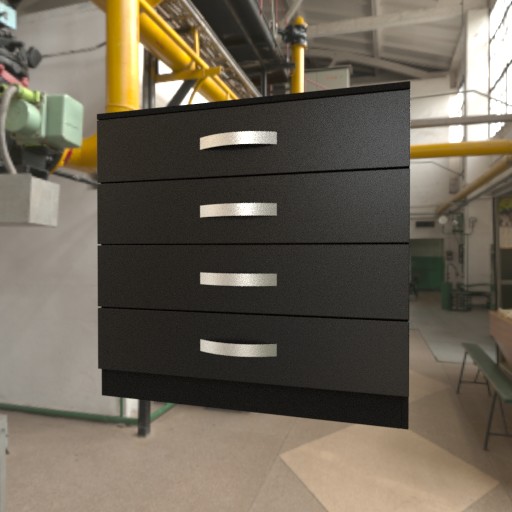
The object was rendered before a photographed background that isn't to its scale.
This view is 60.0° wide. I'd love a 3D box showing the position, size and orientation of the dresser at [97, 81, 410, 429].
[{"bbox_3d":[0.000,0.000,1.162,0.750,0.720,0.360,0,1,17],"label":"dresser"}]
